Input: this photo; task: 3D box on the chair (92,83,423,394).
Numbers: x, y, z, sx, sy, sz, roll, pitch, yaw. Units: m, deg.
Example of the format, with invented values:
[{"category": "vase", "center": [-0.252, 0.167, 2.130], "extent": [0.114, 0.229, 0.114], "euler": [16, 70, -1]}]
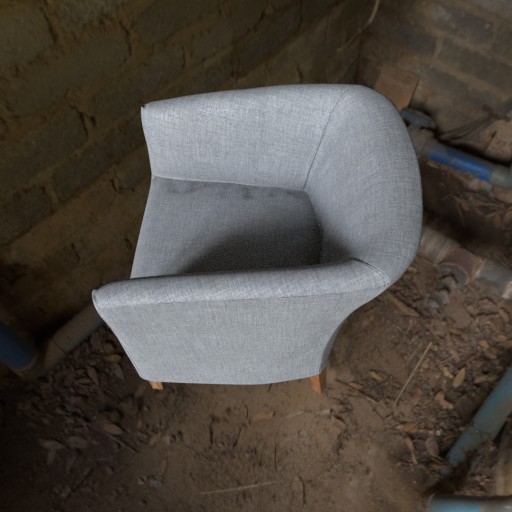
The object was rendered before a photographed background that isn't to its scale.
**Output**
[{"category": "chair", "center": [0.000, 0.000, 1.232], "extent": [0.668, 0.771, 0.600], "euler": [2, 58, 1]}]
